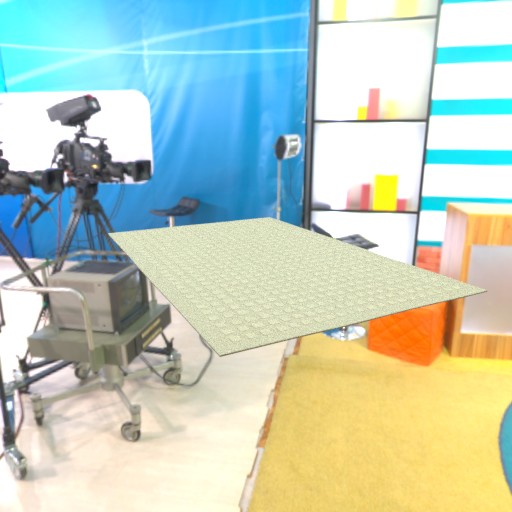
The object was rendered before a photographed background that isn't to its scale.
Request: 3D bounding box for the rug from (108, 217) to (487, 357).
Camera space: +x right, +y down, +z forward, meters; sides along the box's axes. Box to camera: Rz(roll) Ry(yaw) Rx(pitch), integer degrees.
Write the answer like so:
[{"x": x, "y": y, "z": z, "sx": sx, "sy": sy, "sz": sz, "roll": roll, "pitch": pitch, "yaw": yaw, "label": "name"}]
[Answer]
[{"x": 0.000, "y": 0.000, "z": 2.231, "sx": 1.143, "sy": 0.006, "sz": 1.747, "roll": -8, "pitch": 18, "yaw": -27, "label": "rug"}]
